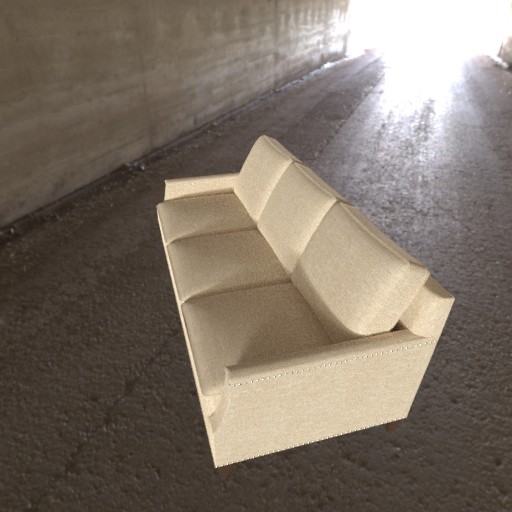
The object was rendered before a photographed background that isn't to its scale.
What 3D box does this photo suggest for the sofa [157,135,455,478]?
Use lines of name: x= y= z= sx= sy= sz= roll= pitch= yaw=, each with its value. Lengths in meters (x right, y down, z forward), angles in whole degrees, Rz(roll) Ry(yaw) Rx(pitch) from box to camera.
sofa: x=0.000 y=0.000 z=2.753 sx=1.041 sy=0.940 sz=2.210 roll=-8 pitch=32 yaw=-14
